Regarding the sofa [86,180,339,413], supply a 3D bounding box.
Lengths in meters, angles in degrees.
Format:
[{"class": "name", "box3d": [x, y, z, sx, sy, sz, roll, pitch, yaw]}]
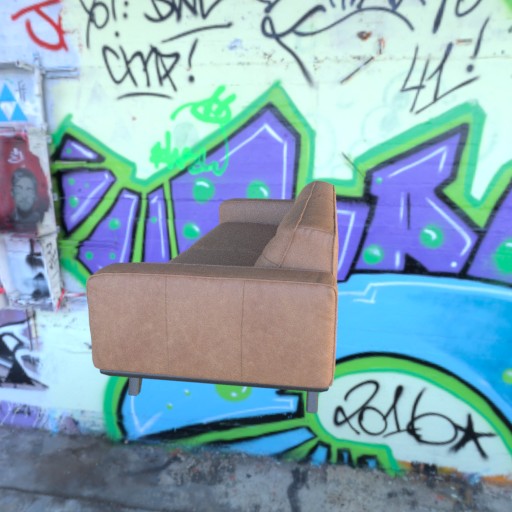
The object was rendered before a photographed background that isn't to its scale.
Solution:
[{"class": "sofa", "box3d": [0.000, 0.000, 2.701, 0.953, 0.780, 2.270, 2, 15, 9]}]
